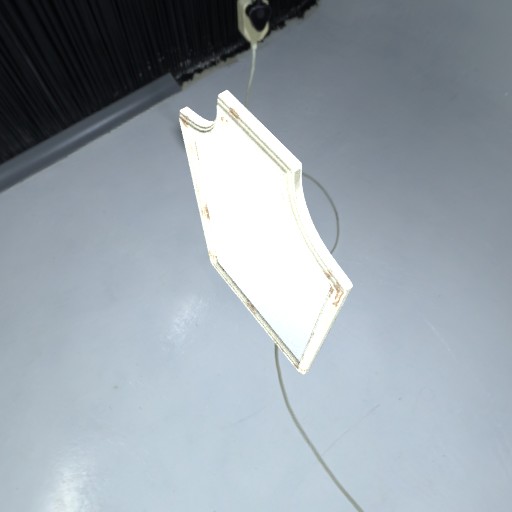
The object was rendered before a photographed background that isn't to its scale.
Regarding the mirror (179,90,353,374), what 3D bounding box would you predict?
[{"bbox_3d":[0.000,0.000,0.867,0.022,0.717,0.403,-35,69,-15],"label":"mirror"}]
